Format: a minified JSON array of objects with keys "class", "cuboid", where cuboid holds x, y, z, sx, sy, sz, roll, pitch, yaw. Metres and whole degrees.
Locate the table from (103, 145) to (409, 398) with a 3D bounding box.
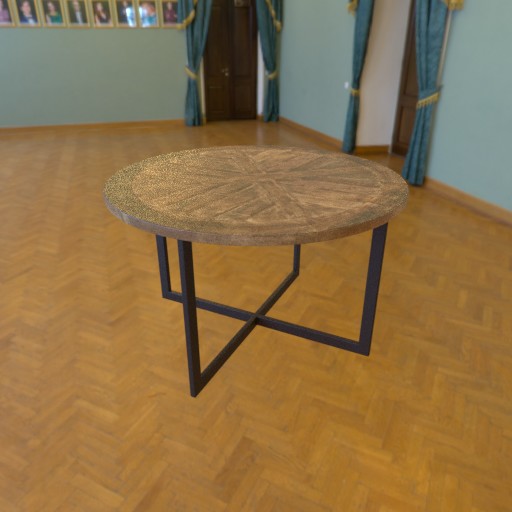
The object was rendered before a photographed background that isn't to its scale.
[{"class":"table","cuboid":[0.000,0.000,2.085,1.264,0.762,1.264,0,26,0]}]
